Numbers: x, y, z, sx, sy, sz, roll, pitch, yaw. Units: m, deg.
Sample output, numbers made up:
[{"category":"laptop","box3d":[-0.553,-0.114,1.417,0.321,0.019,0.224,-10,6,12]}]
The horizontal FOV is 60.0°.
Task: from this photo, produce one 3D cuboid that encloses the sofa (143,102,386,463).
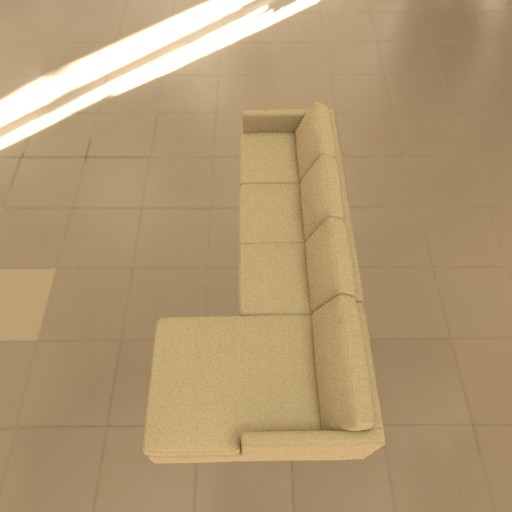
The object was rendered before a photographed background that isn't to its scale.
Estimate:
[{"category":"sofa","box3d":[0.000,0.000,3.850,1.622,0.867,3.177,-1,58,0]}]
